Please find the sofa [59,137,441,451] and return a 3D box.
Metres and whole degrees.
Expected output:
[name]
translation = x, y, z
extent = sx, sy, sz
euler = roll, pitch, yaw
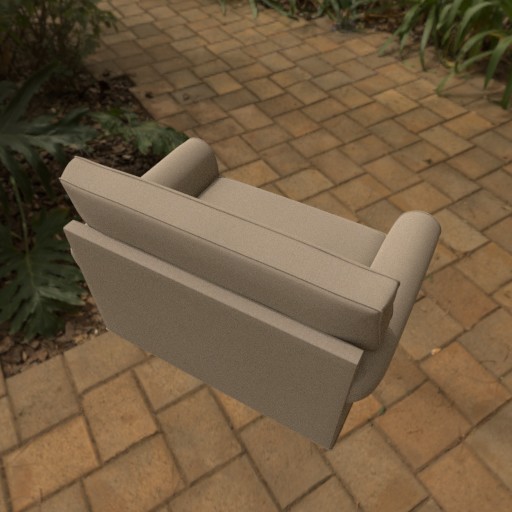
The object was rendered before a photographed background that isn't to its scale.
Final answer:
[sofa]
translation = 0.000, 0.000, 2.020
extent = 1.405, 1.006, 0.937
euler = 22, 51, 19
